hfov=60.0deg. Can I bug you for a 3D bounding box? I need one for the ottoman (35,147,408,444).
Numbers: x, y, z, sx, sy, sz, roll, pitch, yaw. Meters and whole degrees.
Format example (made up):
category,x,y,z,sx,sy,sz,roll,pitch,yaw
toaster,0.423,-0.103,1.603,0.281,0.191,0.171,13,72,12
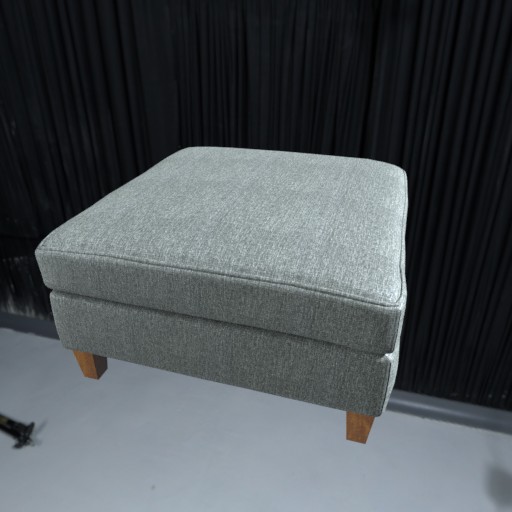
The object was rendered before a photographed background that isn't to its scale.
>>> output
category,x,y,z,sx,sy,sz,roll,pitch,yaw
ottoman,0.000,0.000,1.330,0.838,0.481,0.838,8,30,14
